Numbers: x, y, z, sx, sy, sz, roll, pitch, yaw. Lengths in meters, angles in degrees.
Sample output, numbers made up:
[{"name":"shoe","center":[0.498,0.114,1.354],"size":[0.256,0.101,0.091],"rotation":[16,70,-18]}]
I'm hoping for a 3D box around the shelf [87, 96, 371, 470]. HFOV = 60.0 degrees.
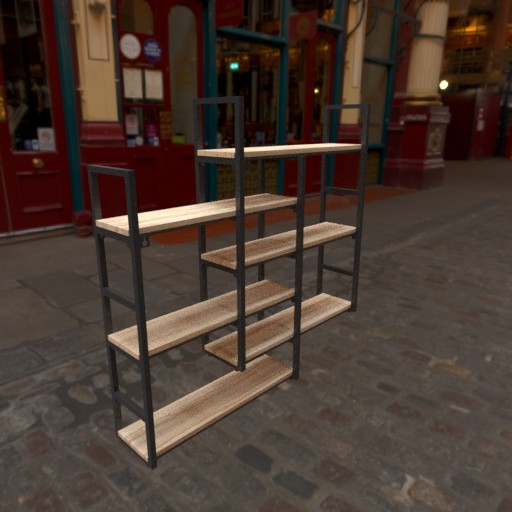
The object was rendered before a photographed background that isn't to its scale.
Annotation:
[{"name":"shelf","center":[0.000,0.000,1.383],"size":[0.183,0.921,0.946],"rotation":[16,23,42]}]
